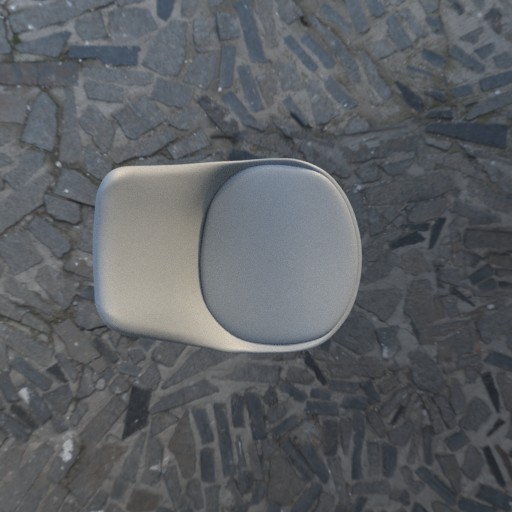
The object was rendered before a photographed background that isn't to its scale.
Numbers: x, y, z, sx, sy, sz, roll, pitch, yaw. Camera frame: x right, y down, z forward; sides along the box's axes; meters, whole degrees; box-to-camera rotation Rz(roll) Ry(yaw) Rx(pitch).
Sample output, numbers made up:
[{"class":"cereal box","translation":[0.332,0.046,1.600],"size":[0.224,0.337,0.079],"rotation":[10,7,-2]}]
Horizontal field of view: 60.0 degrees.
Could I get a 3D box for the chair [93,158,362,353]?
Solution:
[{"class":"chair","translation":[0.000,0.000,1.160],"size":[0.549,0.850,0.485],"rotation":[0,88,0]}]
